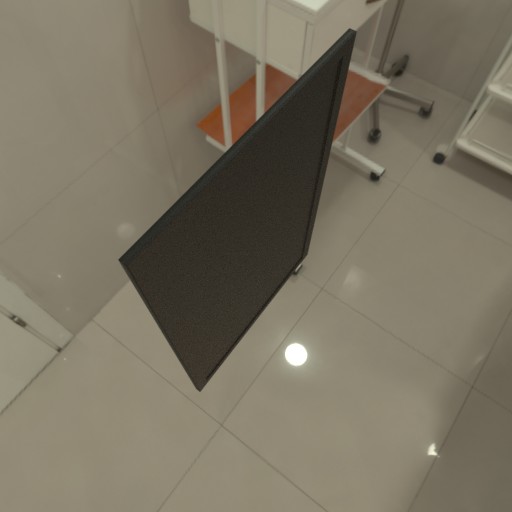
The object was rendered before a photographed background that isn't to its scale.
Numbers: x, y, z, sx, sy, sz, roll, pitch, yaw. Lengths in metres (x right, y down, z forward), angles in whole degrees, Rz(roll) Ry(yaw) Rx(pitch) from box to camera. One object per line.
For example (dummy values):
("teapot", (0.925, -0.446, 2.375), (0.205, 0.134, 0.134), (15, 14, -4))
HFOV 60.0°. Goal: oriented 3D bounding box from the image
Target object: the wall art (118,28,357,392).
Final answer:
("wall art", (0.000, 0.000, 0.823), (0.012, 0.661, 0.451), (33, 67, 16))
